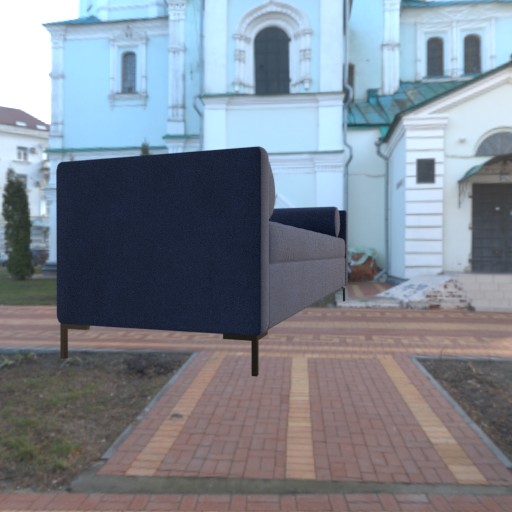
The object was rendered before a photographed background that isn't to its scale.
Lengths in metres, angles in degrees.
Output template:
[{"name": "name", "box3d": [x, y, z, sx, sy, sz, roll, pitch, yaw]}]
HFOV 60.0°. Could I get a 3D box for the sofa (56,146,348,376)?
[{"name": "sofa", "box3d": [0.000, 0.000, 2.226, 0.686, 0.635, 1.981, 0, 0, 18]}]
